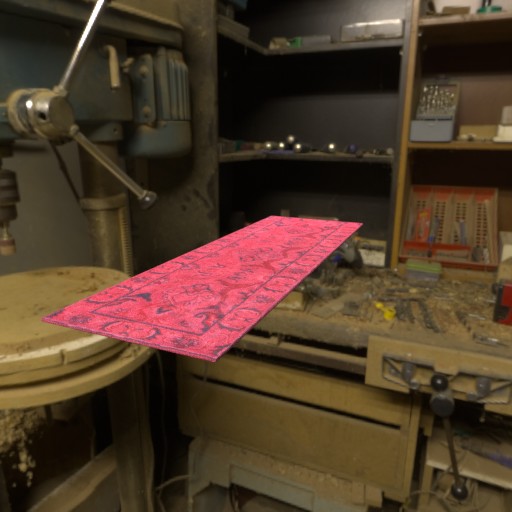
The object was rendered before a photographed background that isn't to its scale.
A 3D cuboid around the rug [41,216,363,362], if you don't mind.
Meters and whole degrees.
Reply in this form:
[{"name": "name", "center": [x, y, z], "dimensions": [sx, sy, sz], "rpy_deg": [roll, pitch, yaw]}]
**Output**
[{"name": "rug", "center": [0.000, 0.000, 2.698], "dimensions": [0.813, 0.018, 2.439], "rpy_deg": [7, 17, 23]}]
